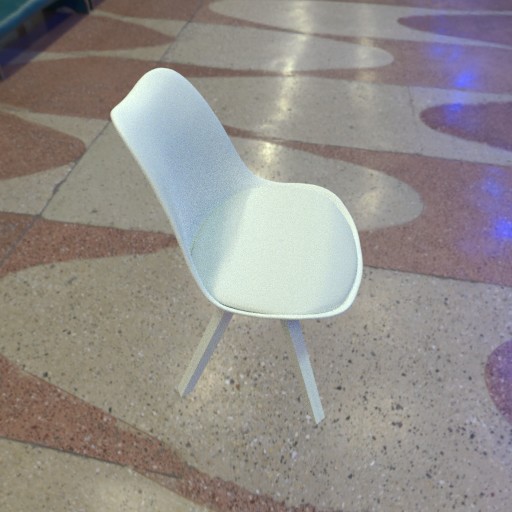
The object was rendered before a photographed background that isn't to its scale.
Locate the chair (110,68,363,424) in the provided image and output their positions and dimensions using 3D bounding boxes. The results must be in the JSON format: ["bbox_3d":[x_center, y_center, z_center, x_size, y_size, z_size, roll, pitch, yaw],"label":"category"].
[{"bbox_3d":[0.000,0.000,1.164,0.550,0.850,0.485,8,46,8],"label":"chair"}]
